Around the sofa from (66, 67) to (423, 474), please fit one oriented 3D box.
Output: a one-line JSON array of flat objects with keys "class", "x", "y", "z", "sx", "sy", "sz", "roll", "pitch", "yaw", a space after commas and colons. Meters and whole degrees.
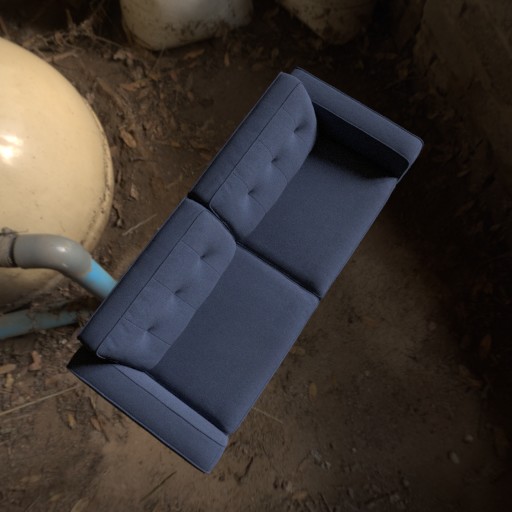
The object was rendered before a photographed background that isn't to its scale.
[{"class": "sofa", "x": 0.000, "y": 0.000, "z": 2.678, "sx": 0.953, "sy": 0.782, "sz": 2.270, "roll": 34, "pitch": 78, "yaw": 8}]
